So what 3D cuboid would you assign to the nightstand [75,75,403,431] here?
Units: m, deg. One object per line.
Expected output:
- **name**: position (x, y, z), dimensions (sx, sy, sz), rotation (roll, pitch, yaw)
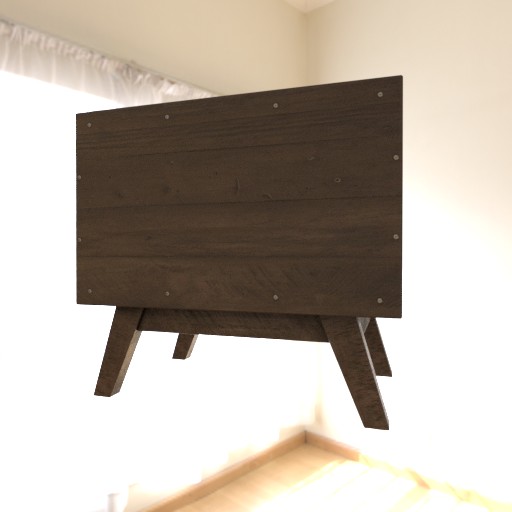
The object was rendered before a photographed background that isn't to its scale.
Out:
- **nightstand**: position (0.000, 0.000, 1.041), dimensions (0.650, 0.599, 0.450), rotation (0, 0, 18)
